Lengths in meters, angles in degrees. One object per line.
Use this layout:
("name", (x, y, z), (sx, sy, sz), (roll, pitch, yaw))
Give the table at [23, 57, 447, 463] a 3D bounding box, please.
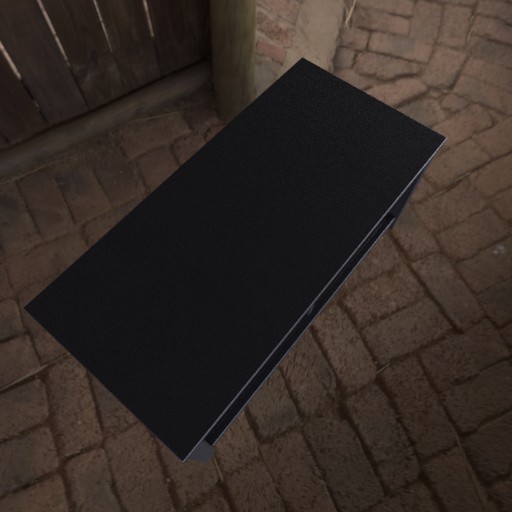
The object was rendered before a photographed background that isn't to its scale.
("table", (0.000, 0.000, 1.278), (0.483, 0.457, 1.016), (37, 69, 16))
